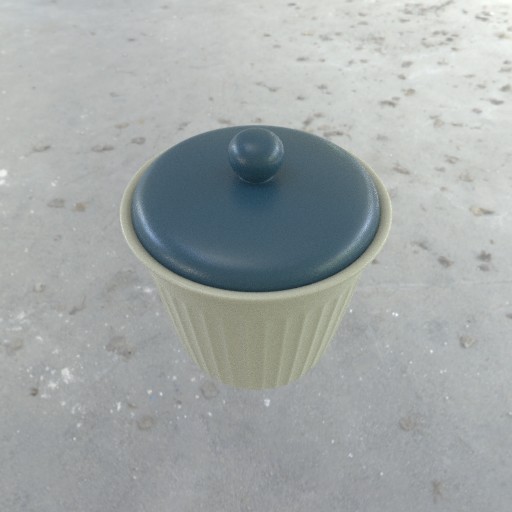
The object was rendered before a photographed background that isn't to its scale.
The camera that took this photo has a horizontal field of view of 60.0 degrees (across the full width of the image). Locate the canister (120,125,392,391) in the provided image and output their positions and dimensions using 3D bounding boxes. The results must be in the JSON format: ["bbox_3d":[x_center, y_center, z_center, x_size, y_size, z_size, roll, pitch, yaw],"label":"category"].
[{"bbox_3d":[0.000,0.000,0.342,0.181,0.211,0.181,0,46,0],"label":"canister"}]
